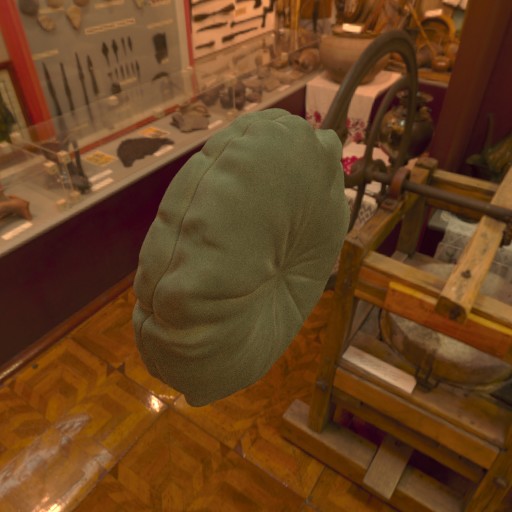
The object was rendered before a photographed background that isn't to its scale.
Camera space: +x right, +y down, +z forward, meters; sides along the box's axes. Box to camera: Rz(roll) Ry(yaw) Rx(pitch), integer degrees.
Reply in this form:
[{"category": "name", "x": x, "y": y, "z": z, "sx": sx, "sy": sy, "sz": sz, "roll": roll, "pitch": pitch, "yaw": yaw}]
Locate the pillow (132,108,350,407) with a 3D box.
[{"category": "pillow", "x": 0.000, "y": 0.000, "z": 0.646, "sx": 0.148, "sy": 0.407, "sz": 0.428, "roll": 25, "pitch": 46, "yaw": 27}]
